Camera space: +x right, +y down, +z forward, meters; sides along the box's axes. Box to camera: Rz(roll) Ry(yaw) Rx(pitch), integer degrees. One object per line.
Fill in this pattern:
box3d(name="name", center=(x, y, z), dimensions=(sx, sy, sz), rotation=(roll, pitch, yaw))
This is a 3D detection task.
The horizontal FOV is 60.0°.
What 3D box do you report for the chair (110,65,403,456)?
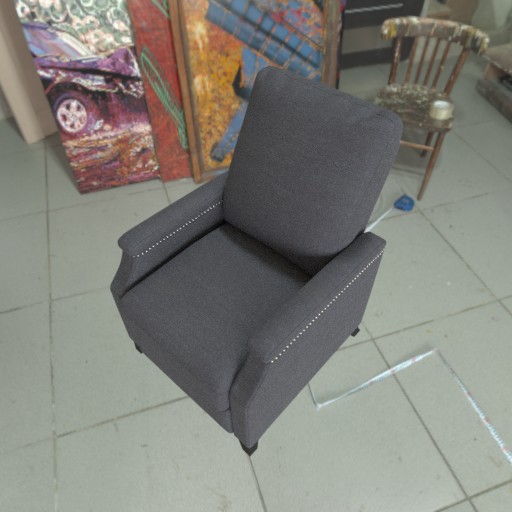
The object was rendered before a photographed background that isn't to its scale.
box3d(name="chair", center=(0.000, 0.000, 1.636), dimensions=(0.710, 1.049, 0.922), rotation=(33, 56, 27))
